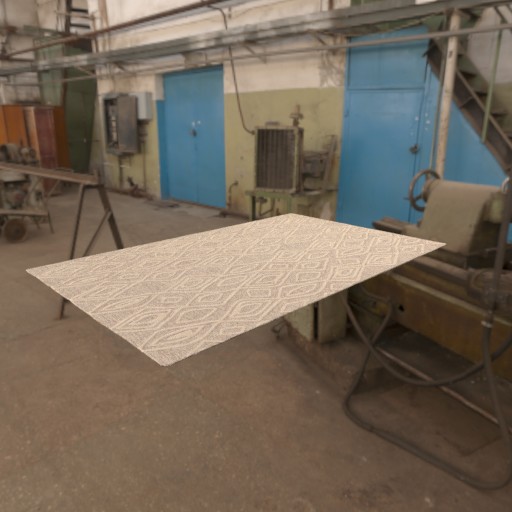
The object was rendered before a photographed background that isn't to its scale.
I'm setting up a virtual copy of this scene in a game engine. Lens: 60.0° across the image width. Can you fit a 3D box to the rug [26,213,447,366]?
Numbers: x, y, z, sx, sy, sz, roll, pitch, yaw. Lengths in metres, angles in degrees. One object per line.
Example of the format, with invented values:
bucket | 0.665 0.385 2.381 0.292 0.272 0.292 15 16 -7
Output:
rug | 0.000 0.000 2.987 2.442 0.010 1.546 -16 23 -42
